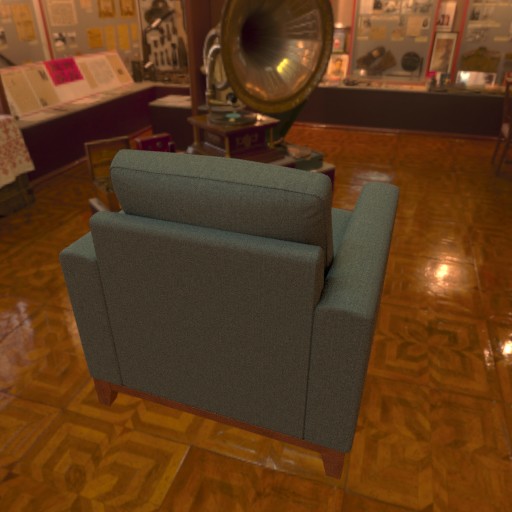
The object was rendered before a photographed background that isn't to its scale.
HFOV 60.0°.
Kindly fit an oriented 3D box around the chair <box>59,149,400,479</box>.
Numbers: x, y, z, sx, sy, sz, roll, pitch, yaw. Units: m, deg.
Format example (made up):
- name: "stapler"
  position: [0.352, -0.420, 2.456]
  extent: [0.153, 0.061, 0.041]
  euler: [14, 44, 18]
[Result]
- name: "chair"
  position: [0.000, 0.000, 1.821]
  extent: [1.024, 1.010, 1.038]
  euler: [10, 32, 17]
